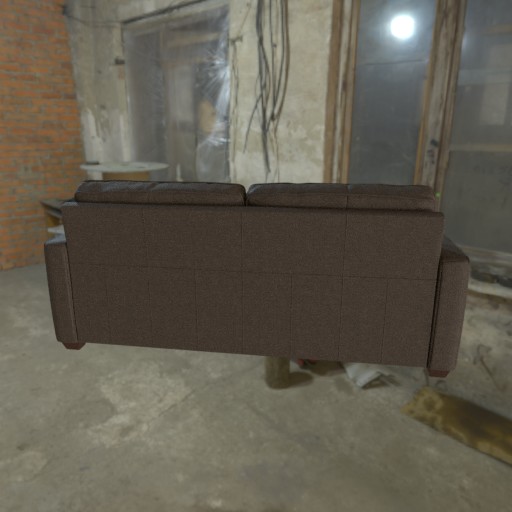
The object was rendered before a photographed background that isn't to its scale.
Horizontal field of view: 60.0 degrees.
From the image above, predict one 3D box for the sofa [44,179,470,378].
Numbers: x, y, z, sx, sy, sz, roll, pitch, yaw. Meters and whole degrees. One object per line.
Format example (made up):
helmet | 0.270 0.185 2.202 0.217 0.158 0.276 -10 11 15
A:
sofa | 0.000 0.000 2.547 2.080 0.919 0.940 2 16 8
